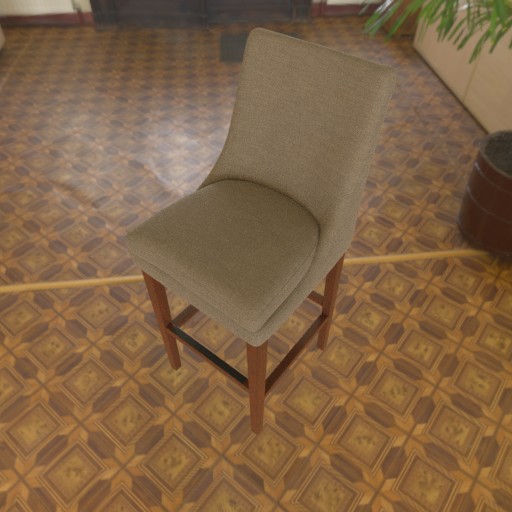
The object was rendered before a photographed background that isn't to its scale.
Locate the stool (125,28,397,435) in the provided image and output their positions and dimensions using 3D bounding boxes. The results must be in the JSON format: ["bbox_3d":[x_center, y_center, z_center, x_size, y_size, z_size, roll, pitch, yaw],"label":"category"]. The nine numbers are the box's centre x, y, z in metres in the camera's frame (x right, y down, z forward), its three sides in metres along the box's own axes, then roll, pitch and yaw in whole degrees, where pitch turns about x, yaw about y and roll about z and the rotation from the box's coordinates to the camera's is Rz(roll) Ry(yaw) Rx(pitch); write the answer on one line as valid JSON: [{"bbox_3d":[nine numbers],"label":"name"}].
[{"bbox_3d":[0.000,0.000,1.337,0.470,1.078,0.577,30,54,25],"label":"stool"}]
